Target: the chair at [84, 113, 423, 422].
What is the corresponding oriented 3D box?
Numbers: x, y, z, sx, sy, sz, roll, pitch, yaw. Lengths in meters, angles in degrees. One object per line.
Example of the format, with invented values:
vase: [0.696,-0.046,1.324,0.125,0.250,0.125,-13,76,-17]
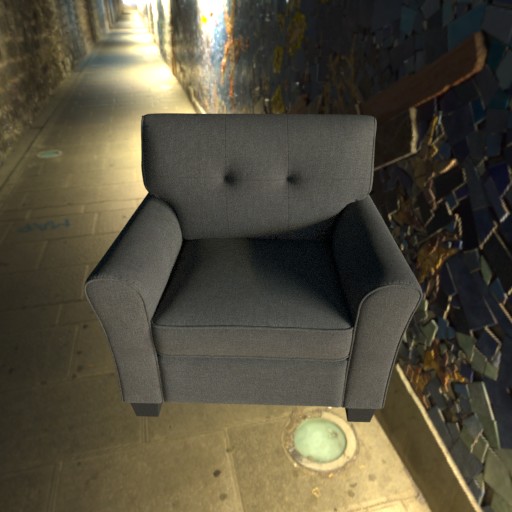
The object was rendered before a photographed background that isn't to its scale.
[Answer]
chair: [0.000,0.000,1.605,0.941,0.890,0.816,1,30,2]
